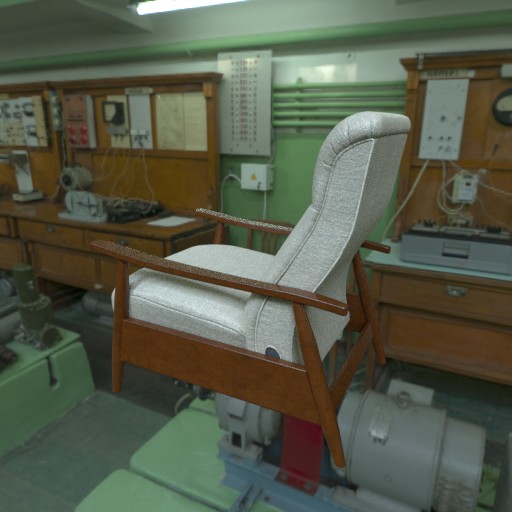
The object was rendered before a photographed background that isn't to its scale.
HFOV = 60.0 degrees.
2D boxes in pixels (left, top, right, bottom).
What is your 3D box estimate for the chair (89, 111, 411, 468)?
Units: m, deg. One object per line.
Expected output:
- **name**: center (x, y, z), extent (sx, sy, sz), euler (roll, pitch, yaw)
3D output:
- **chair**: center (0.000, 0.000, 1.770), extent (1.014, 1.082, 0.762), euler (8, 19, 25)
